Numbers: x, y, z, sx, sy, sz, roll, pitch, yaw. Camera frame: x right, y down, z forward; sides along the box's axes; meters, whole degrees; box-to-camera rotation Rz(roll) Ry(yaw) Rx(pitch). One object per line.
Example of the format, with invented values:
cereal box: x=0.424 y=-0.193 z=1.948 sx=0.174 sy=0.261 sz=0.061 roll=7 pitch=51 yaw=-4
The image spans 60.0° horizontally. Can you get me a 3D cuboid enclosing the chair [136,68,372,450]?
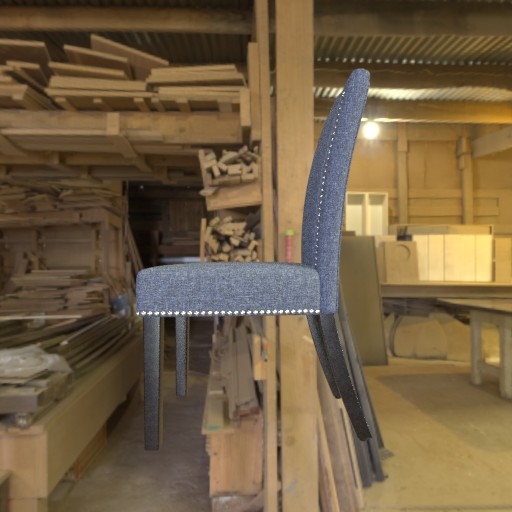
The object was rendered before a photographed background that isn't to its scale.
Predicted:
chair: x=0.000 y=0.000 z=1.311 sx=0.589 sy=0.946 sz=0.518 roll=0 pitch=-1 yaw=0
